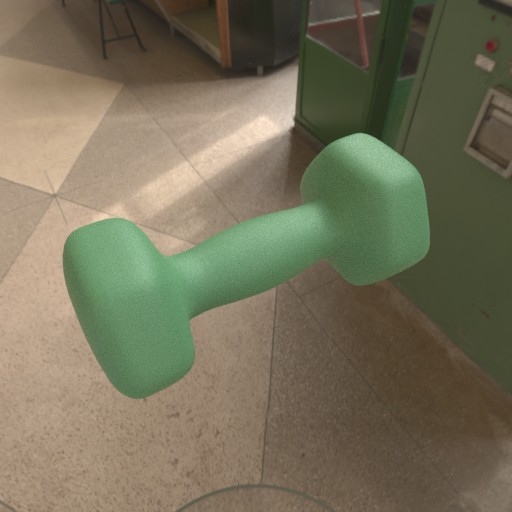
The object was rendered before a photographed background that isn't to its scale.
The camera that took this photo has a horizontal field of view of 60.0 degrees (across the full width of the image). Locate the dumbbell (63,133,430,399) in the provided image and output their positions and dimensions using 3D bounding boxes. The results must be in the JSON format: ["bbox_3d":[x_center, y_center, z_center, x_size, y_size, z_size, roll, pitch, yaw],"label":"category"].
[{"bbox_3d":[0.000,0.000,0.328,0.257,0.114,0.126,-22,51,-19],"label":"dumbbell"}]
